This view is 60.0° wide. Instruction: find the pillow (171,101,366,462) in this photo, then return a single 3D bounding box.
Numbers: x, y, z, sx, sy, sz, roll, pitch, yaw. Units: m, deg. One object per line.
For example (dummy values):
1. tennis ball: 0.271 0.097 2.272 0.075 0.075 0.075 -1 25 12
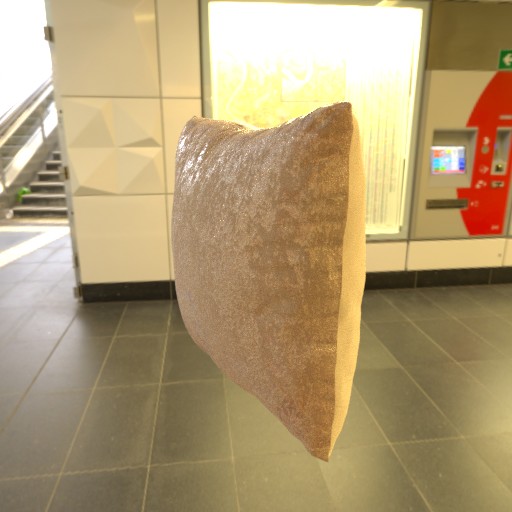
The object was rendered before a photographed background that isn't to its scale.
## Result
1. pillow: 0.000 0.000 0.712 0.245 0.448 0.450 -8 18 -26
